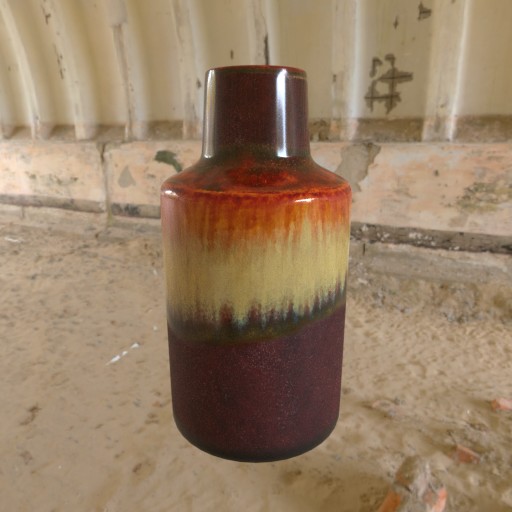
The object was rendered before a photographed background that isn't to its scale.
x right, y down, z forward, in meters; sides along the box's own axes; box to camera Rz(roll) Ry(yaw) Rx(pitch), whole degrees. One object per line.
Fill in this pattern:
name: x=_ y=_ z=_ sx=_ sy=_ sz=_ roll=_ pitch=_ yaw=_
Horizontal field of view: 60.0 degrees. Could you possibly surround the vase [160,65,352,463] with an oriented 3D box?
vase: x=0.000 y=0.000 z=0.263 sx=0.108 sy=0.204 sz=0.108 roll=0 pitch=16 yaw=0
